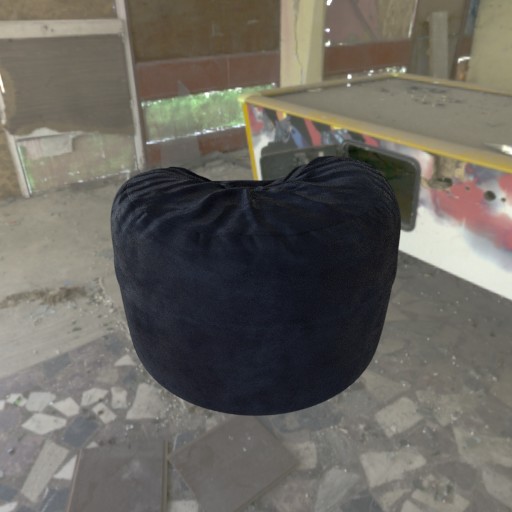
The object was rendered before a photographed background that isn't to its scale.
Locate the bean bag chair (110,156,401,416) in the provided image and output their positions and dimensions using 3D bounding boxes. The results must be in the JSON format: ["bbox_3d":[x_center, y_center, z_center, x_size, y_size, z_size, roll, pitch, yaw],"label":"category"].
[{"bbox_3d":[0.000,0.000,1.508,0.918,0.616,0.918,0,30,0],"label":"bean bag chair"}]
